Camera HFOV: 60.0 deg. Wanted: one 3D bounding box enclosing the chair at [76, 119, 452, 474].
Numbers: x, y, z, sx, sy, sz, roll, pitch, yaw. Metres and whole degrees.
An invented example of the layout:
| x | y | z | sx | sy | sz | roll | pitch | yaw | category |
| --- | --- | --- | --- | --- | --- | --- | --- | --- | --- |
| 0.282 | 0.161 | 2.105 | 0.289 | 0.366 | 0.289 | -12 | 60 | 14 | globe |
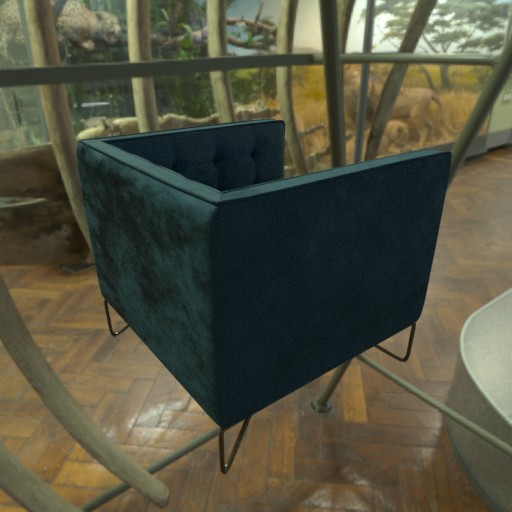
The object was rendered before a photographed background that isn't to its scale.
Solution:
| x | y | z | sx | sy | sz | roll | pitch | yaw | category |
| --- | --- | --- | --- | --- | --- | --- | --- | --- | --- |
| 0.000 | 0.000 | 1.572 | 0.894 | 0.790 | 0.880 | -18 | 31 | -33 | chair |
